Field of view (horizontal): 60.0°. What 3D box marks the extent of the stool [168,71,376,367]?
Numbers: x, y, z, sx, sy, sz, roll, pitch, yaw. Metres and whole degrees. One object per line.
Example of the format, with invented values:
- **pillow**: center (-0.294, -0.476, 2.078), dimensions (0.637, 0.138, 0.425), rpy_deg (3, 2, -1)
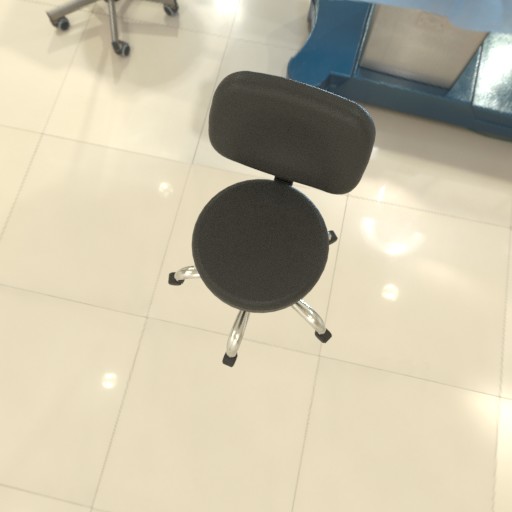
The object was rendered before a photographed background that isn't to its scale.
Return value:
- **stool**: center (0.000, 0.000, 1.339), dimensions (0.673, 0.862, 0.648), rpy_deg (19, 75, 5)
